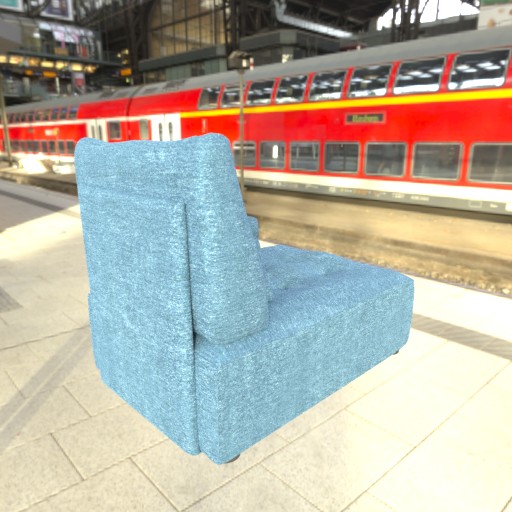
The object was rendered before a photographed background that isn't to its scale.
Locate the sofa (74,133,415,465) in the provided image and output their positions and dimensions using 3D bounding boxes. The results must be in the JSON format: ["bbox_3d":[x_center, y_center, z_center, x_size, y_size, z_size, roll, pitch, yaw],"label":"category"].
[{"bbox_3d":[0.000,0.000,1.547,1.000,0.820,0.700,-14,21,-42],"label":"sofa"}]
